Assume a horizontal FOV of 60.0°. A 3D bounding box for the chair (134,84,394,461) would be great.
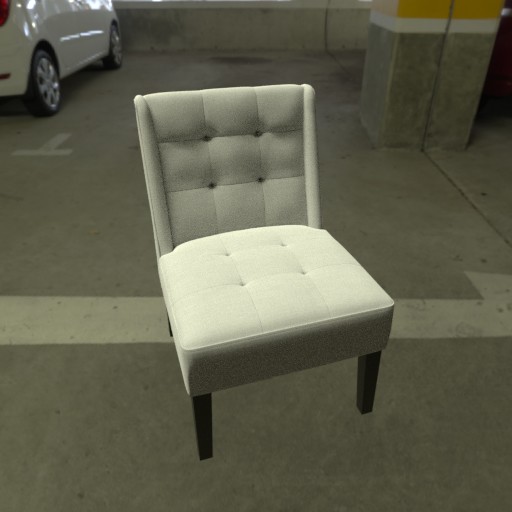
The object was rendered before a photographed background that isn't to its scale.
[{"bbox_3d":[0.000,0.000,1.331,0.569,0.853,0.676,-10,33,-15],"label":"chair"}]
